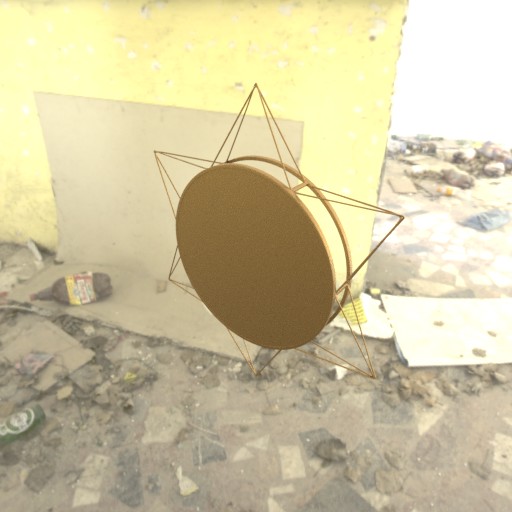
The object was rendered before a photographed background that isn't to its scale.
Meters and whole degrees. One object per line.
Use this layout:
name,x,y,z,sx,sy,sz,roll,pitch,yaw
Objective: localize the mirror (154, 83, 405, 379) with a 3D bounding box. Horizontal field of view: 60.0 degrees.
mirror,0.000,0.000,0.790,0.498,0.581,0.062,21,36,32
